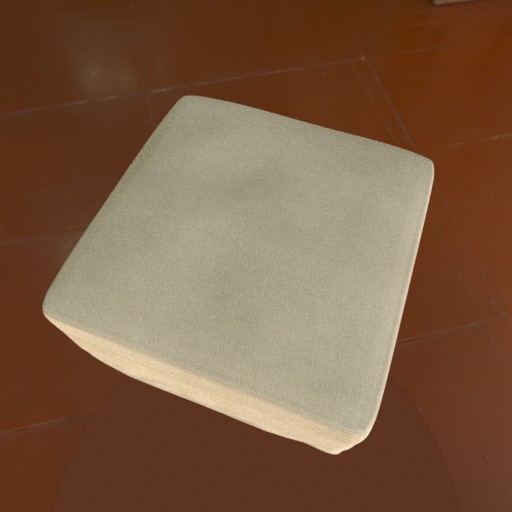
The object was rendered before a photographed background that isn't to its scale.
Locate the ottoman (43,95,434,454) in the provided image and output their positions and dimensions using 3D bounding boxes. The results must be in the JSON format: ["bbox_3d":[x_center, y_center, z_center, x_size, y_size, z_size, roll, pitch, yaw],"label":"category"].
[{"bbox_3d":[0.000,0.000,1.319,0.842,0.441,0.843,18,62,10],"label":"ottoman"}]
